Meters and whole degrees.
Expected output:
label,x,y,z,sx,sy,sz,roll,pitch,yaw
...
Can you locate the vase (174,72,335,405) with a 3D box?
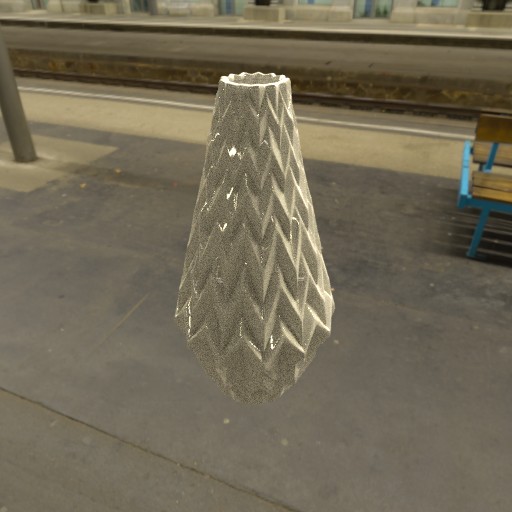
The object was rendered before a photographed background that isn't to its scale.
label,x,y,z,sx,sy,sz,roll,pitch,yaw
vase,0.000,0.000,0.434,0.167,0.328,0.167,0,32,0
